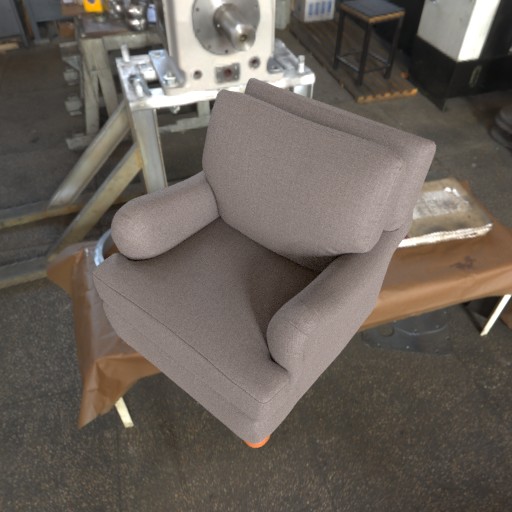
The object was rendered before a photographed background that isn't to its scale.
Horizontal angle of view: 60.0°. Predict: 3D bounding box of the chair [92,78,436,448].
[{"bbox_3d":[0.000,0.000,1.864,0.955,1.038,1.070,30,53,26],"label":"chair"}]
